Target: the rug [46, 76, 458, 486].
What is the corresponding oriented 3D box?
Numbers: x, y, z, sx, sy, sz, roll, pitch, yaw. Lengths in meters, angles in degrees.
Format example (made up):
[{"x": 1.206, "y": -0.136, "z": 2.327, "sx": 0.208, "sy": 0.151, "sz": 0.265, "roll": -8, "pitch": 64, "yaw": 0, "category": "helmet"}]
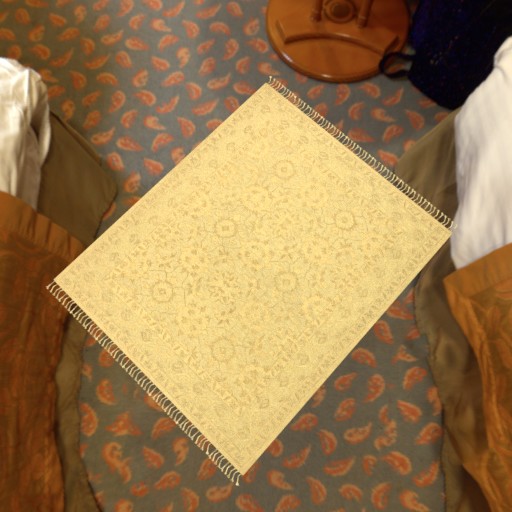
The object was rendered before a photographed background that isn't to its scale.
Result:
[{"x": 0.000, "y": 0.000, "z": 4.095, "sx": 2.444, "sy": 0.013, "sz": 3.043, "roll": 42, "pitch": 79, "yaw": 10, "category": "rug"}]
